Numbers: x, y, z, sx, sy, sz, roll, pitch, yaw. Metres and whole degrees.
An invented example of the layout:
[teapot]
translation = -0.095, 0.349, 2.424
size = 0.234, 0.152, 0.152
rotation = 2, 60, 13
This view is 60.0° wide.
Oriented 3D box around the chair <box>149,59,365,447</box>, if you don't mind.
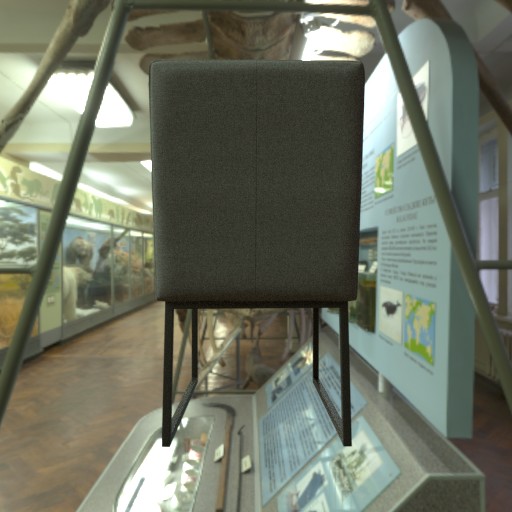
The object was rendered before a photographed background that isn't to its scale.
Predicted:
[chair]
translation = 0.000, 0.000, 1.334
size = 0.520, 0.930, 0.634
rotation = 0, 0, -1
